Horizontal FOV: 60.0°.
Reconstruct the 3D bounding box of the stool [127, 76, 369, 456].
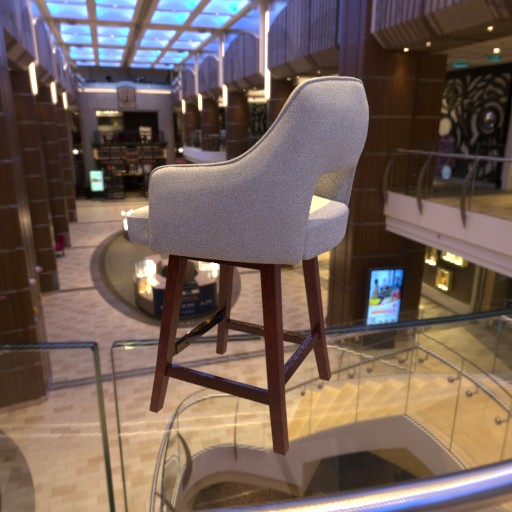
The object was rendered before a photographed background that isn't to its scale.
[{"bbox_3d":[0.000,0.000,1.286,0.560,0.936,0.550,8,18,25],"label":"stool"}]
